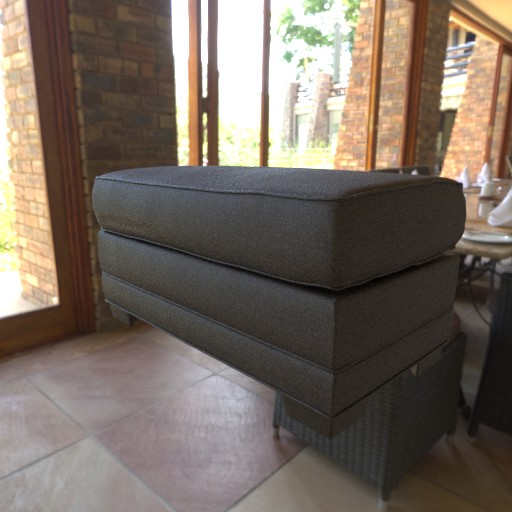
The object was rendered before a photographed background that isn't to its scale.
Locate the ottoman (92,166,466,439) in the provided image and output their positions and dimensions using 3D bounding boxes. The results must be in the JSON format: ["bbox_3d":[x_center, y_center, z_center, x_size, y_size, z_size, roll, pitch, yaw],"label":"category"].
[{"bbox_3d":[0.000,0.000,1.131,0.490,0.448,0.864,-13,19,-42],"label":"ottoman"}]
